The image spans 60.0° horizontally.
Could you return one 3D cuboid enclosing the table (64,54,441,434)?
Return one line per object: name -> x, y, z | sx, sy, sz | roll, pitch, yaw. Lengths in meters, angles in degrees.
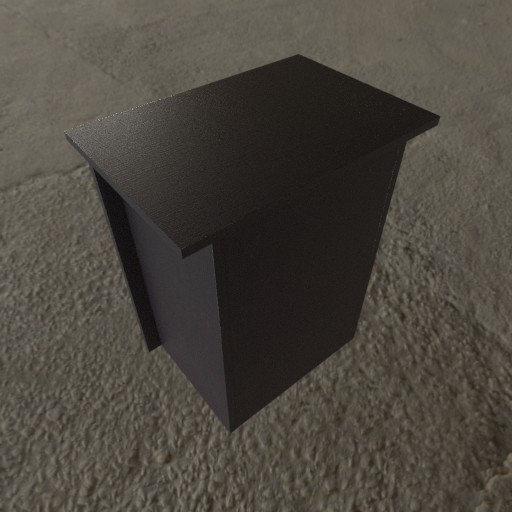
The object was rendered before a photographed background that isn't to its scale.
table -> 0.000, 0.000, 1.089 | 0.589, 0.711, 0.408 | -30, 52, -26
